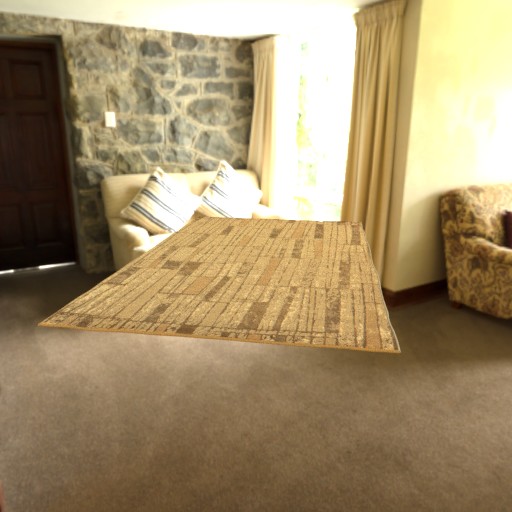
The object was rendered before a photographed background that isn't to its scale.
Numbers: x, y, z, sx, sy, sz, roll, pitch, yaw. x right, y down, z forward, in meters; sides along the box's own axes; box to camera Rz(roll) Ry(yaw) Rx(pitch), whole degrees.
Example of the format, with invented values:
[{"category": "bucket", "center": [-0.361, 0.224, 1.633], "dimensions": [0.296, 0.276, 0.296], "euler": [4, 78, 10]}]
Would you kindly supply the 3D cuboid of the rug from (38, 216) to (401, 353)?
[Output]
[{"category": "rug", "center": [0.000, 0.000, 2.963], "dimensions": [1.531, 0.023, 2.444], "euler": [3, 16, 9]}]
